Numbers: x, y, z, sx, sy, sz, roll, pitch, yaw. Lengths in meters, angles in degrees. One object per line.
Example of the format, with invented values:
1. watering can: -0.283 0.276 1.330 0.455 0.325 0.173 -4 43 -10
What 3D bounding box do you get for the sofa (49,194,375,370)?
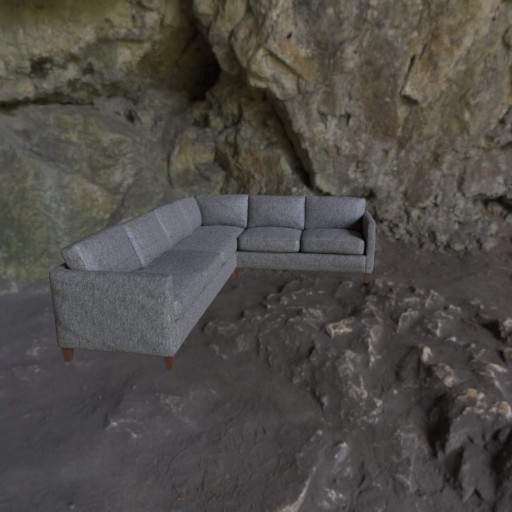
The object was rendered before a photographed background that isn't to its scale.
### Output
1. sofa: 0.000 0.000 4.589 2.593 0.947 3.302 2 14 8
